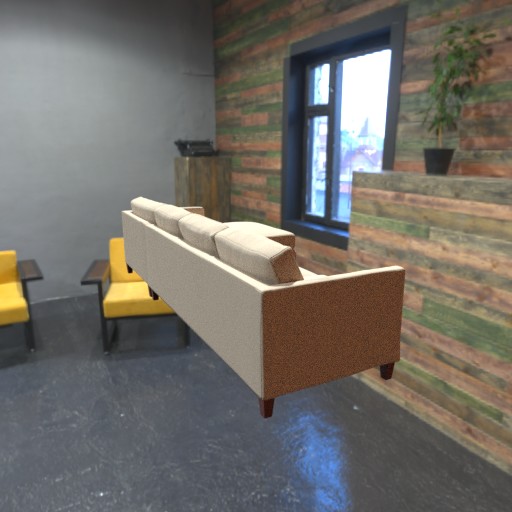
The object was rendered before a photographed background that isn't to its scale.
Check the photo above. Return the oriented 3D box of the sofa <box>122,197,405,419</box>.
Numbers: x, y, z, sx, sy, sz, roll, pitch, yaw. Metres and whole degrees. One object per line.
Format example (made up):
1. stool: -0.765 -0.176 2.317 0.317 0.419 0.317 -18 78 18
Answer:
1. sofa: 0.000 0.000 3.836 1.625 0.861 3.186 -7 15 -27
